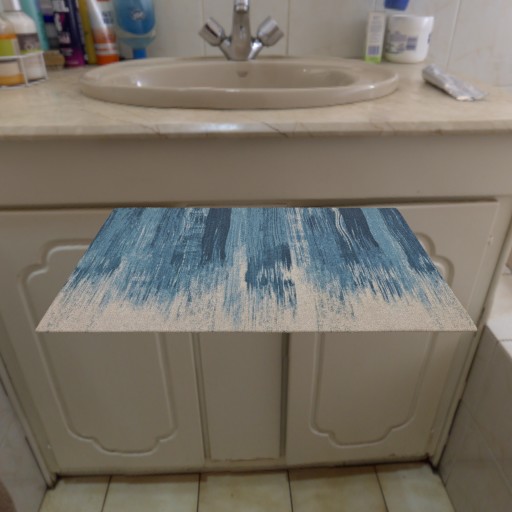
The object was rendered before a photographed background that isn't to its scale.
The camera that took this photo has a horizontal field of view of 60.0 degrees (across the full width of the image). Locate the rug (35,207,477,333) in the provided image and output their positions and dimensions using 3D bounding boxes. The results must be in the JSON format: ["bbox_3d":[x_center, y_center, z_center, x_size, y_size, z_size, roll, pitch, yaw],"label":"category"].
[{"bbox_3d":[0.000,0.000,2.349,1.836,0.009,1.232,0,31,0],"label":"rug"}]
